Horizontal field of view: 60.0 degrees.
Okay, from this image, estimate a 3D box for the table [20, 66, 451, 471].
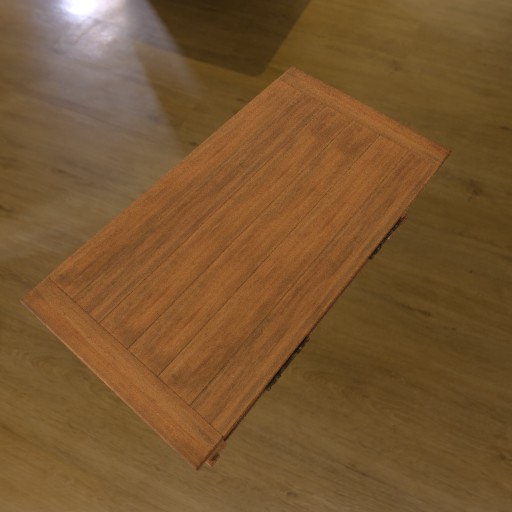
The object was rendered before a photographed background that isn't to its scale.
[{"bbox_3d":[0.000,0.000,1.590,0.693,0.494,1.270,36,67,18],"label":"table"}]
